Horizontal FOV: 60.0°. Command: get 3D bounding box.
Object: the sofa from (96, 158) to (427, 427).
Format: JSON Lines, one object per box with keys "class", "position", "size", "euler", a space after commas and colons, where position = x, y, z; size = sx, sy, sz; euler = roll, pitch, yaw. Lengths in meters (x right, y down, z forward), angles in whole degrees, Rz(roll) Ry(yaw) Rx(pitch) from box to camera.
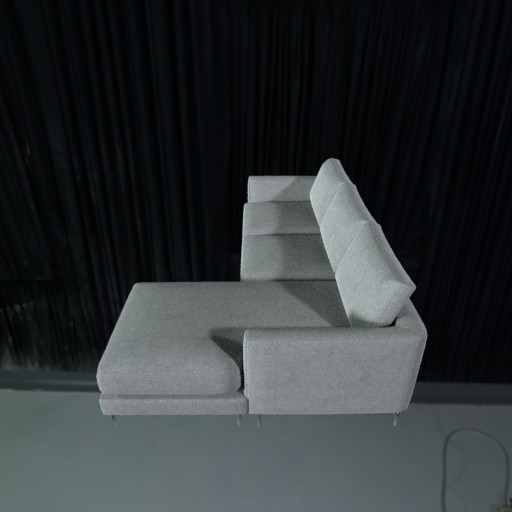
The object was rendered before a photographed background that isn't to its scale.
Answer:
{"class": "sofa", "position": [0.000, 0.000, 3.199], "size": [1.626, 0.864, 2.438], "euler": [0, 28, 0]}
